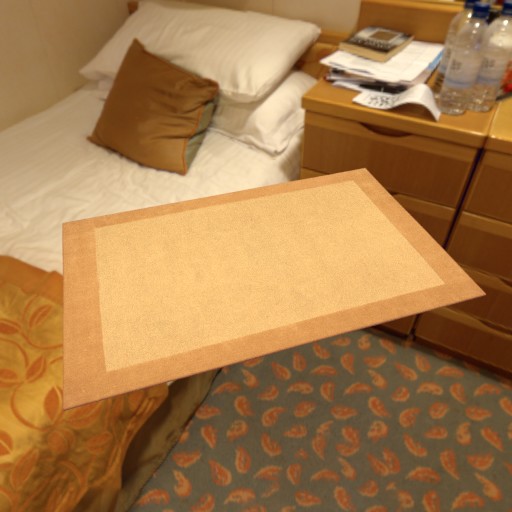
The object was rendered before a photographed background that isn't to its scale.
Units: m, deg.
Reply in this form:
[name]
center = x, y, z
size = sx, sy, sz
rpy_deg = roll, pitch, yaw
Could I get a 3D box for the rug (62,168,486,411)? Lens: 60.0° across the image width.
[rug]
center = 0.000, 0.000, 2.935
size = 2.438, 0.014, 1.524
rpy_deg = -12, 44, -13
